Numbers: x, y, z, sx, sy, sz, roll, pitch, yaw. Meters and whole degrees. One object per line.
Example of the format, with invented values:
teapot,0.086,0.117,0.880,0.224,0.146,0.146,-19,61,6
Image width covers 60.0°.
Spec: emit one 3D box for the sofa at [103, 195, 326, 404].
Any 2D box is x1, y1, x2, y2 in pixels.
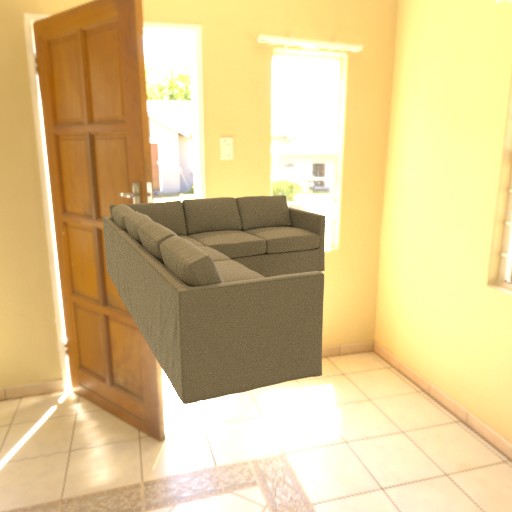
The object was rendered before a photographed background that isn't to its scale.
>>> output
sofa,0.000,0.000,4.279,2.432,0.871,3.182,-6,14,-25
